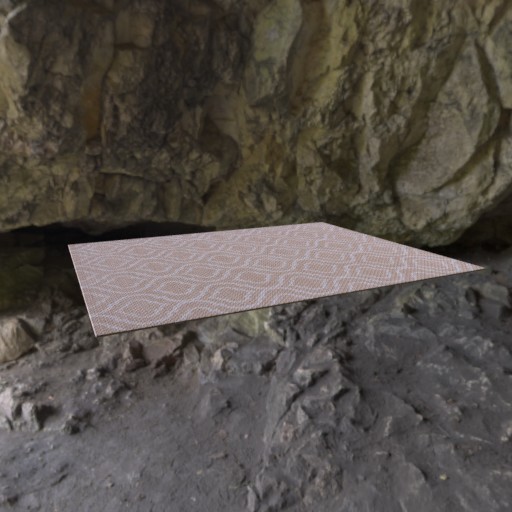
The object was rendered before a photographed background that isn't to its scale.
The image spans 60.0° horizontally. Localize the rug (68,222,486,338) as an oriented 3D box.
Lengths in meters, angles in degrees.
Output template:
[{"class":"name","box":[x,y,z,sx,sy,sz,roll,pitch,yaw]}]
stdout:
[{"class":"rug","box":[0.000,0.000,3.851,2.894,0.013,2.286,-7,16,-25]}]
